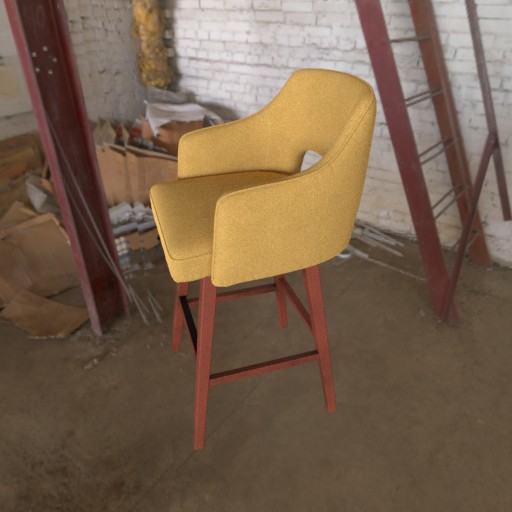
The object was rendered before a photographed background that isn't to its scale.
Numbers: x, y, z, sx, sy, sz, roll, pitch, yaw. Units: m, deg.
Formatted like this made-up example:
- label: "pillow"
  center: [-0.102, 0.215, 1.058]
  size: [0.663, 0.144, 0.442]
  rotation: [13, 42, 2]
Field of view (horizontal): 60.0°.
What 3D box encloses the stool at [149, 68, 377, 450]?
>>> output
- label: "stool"
  center: [0.000, 0.000, 1.351]
  size: [0.558, 1.012, 0.548]
  rotation: [-10, 32, -15]
